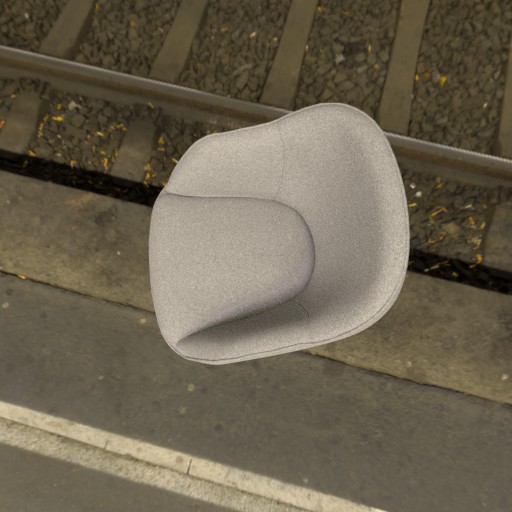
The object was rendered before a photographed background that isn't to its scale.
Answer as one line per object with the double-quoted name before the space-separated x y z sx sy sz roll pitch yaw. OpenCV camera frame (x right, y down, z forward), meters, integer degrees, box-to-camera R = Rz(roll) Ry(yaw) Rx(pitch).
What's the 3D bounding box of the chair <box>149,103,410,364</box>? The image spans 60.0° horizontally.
"chair" 0.000 0.000 1.271 0.611 0.810 0.589 -7 75 -2
